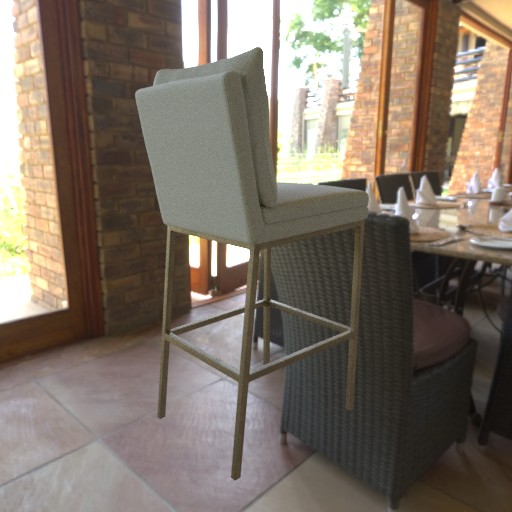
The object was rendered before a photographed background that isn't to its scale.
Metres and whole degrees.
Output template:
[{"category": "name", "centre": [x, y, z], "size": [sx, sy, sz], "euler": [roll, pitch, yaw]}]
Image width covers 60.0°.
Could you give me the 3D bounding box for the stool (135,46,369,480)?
[{"category": "stool", "centre": [0.000, 0.000, 1.420], "size": [0.572, 1.125, 0.463], "euler": [-12, 17, -41]}]
